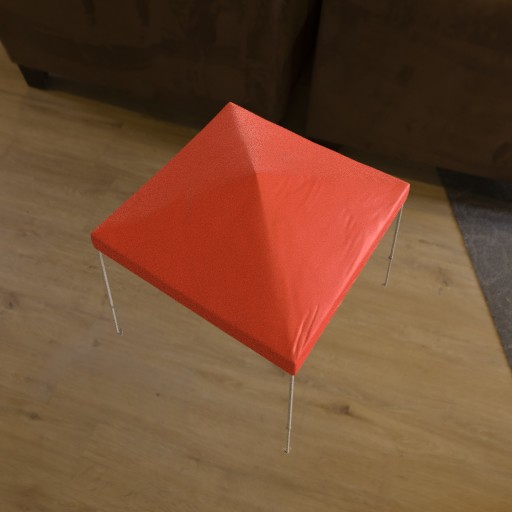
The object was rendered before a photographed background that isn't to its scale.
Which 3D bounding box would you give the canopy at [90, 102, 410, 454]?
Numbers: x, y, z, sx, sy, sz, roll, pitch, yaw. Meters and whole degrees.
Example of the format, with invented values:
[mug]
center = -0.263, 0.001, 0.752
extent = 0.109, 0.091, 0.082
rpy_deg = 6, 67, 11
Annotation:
[canopy]
center = 0.000, 0.000, 5.272
extent = 2.849, 2.850, 2.850
rpy_deg = 30, 63, 17
